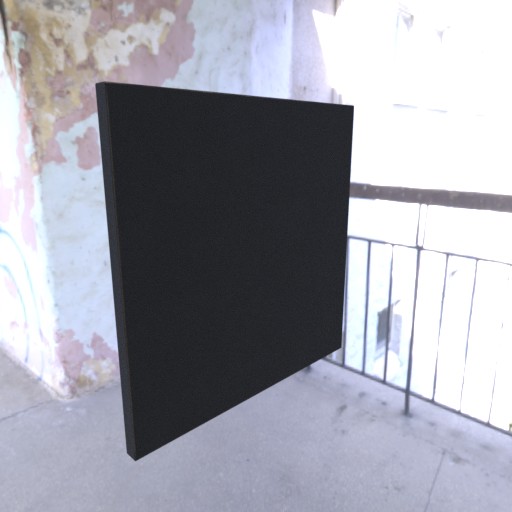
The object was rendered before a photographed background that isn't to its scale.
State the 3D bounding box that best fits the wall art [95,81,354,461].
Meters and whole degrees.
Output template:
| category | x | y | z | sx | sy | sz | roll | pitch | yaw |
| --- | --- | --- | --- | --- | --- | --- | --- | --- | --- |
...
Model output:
| category | x | y | z | sx | sy | sz | roll | pitch | yaw |
| --- | --- | --- | --- | --- | --- | --- | --- | --- | --- |
| wall art | 0.000 | 0.000 | 0.448 | 0.304 | 0.303 | 0.015 | -14 | 20 | -43 |
